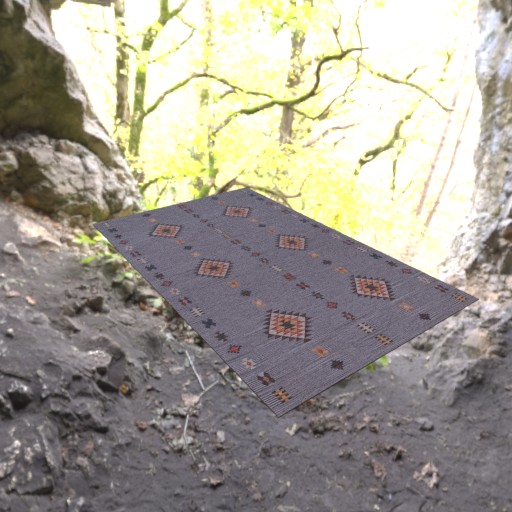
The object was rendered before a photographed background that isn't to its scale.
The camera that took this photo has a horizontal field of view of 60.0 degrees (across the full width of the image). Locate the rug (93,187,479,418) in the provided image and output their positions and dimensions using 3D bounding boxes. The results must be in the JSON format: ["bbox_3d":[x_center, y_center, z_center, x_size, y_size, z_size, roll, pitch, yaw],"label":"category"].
[{"bbox_3d":[0.000,0.000,3.105,1.515,0.007,2.427,-19,33,-31],"label":"rug"}]
